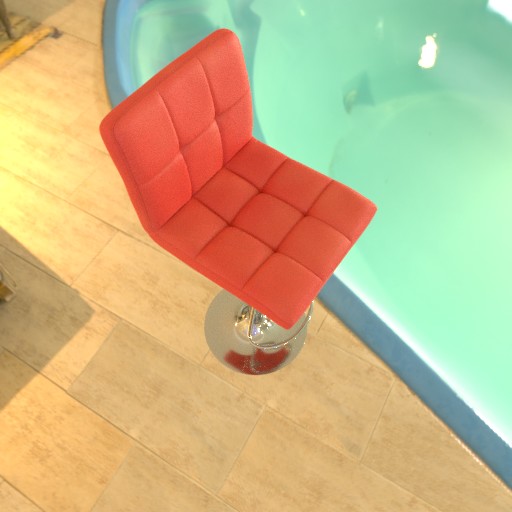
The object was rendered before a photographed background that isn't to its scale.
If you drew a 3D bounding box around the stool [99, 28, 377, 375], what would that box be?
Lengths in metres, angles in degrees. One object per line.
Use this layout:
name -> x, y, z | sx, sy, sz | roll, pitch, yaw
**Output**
stool -> 0.000, 0.000, 1.351 | 0.505, 1.115, 0.430 | 32, 65, 18
